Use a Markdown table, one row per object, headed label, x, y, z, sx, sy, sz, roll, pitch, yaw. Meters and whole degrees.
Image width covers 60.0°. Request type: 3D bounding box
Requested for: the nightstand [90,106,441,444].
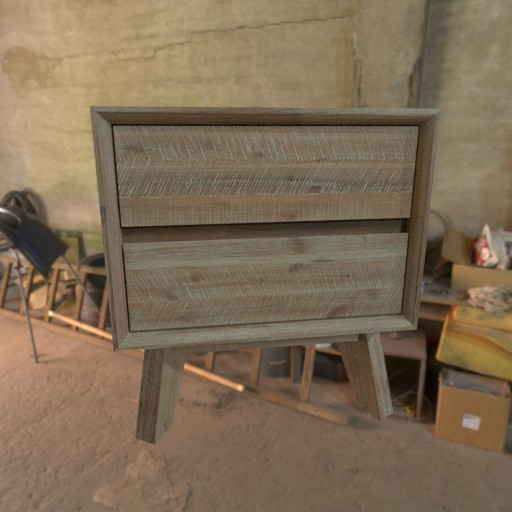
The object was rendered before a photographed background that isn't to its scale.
| label | x | y | z | sx | sy | sz | roll | pitch | yaw |
| --- | --- | --- | --- | --- | --- | --- | --- | --- | --- |
| nightstand | 0.000 | 0.000 | 0.954 | 0.552 | 0.589 | 0.396 | -2 | 16 | -9 |
